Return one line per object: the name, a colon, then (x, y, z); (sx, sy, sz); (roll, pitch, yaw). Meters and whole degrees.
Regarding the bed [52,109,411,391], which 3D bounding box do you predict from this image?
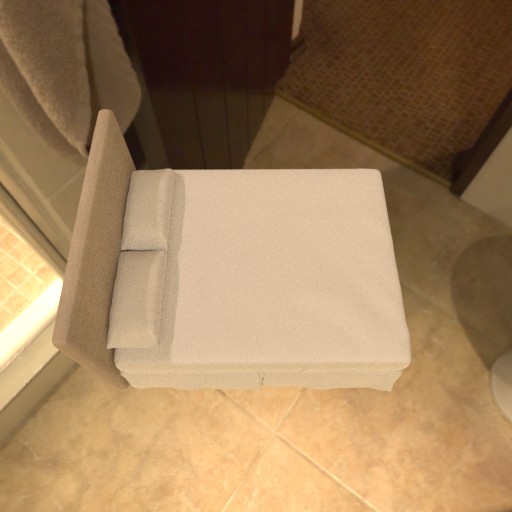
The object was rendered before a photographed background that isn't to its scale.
bed: (0.000, 0.000, 3.231); (2.162, 1.330, 1.713); (0, 63, 0)
